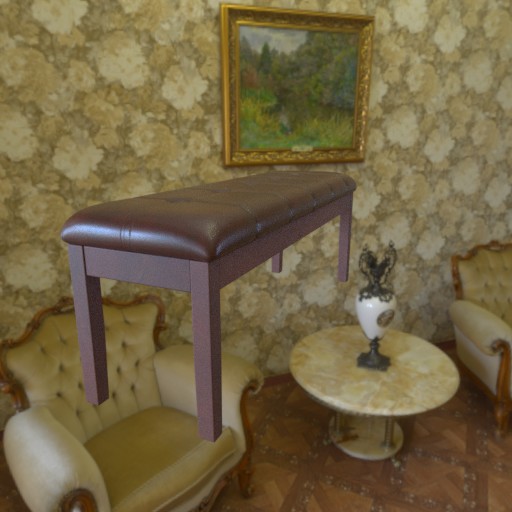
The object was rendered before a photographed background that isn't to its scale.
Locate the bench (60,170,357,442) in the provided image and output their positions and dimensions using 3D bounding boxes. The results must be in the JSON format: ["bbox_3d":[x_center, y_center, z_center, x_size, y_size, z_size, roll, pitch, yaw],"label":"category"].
[{"bbox_3d":[0.000,0.000,1.501,0.401,0.491,1.259,7,17,24],"label":"bench"}]
